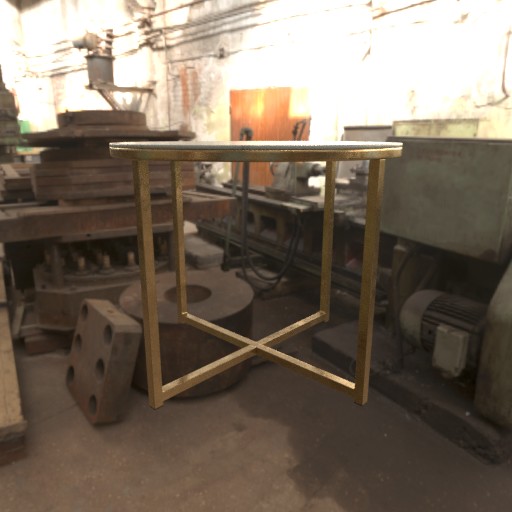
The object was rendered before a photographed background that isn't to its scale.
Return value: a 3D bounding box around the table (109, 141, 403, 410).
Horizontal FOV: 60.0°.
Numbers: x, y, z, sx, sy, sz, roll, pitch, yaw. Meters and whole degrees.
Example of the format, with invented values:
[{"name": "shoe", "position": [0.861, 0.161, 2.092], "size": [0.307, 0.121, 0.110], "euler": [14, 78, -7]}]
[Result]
[{"name": "table", "position": [0.000, 0.000, 0.847], "size": [0.500, 0.420, 0.500], "euler": [0, 15, 0]}]
